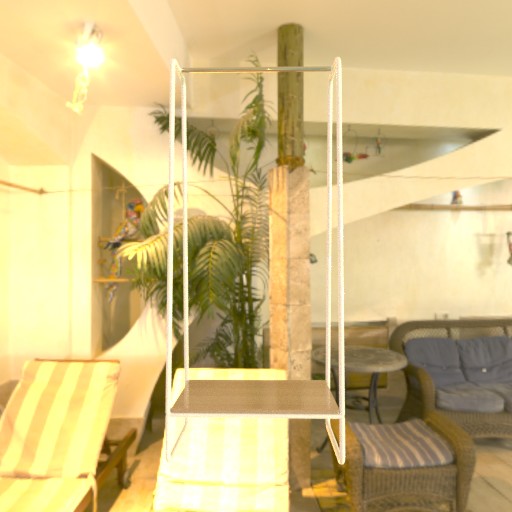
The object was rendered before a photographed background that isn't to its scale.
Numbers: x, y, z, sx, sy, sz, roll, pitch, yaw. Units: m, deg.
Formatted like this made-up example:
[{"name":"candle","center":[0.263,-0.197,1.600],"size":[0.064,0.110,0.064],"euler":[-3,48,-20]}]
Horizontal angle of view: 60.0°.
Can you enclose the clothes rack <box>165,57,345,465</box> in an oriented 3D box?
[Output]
[{"name":"clothes rack","center":[0.000,0.000,1.761],"size":[0.640,1.500,0.400],"euler":[0,0,1]}]
